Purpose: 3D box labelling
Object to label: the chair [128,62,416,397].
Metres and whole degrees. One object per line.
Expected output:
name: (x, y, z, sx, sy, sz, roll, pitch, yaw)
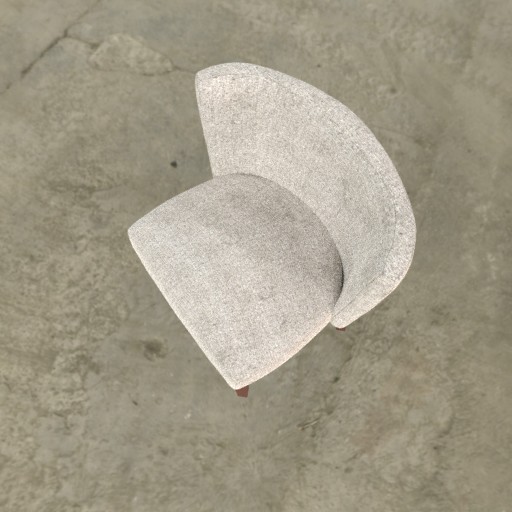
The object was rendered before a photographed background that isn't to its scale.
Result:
chair: (0.000, 0.000, 1.319, 0.575, 0.827, 0.728, -34, 68, -15)
